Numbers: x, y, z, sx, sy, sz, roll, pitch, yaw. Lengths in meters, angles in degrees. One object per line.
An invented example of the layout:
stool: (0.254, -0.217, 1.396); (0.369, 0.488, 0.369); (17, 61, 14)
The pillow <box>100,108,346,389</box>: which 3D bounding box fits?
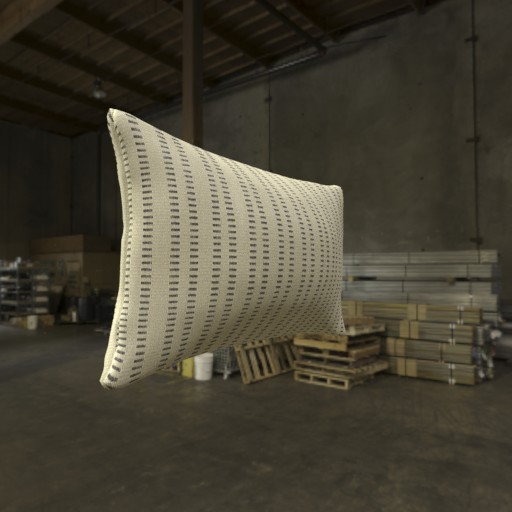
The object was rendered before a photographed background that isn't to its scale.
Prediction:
pillow: (0.000, 0.000, 0.802); (0.210, 0.353, 0.640); (-2, -3, 37)
